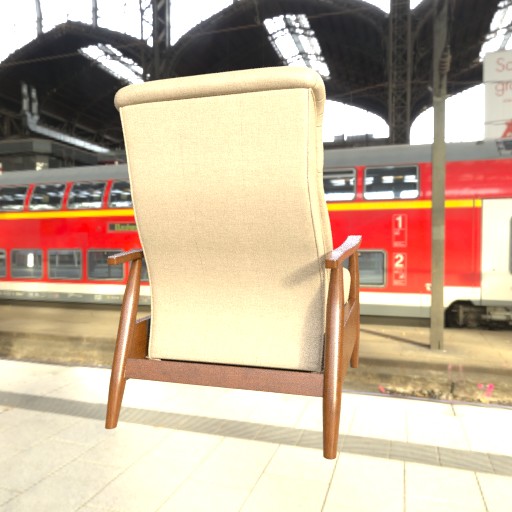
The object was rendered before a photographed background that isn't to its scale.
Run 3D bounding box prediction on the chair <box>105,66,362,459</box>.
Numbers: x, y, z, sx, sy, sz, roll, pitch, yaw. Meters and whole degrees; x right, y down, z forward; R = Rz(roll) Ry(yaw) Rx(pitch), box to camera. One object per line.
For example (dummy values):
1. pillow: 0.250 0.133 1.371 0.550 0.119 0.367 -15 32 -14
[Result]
1. chair: 0.000 0.000 1.757 0.762 1.082 1.030 0 2 16
